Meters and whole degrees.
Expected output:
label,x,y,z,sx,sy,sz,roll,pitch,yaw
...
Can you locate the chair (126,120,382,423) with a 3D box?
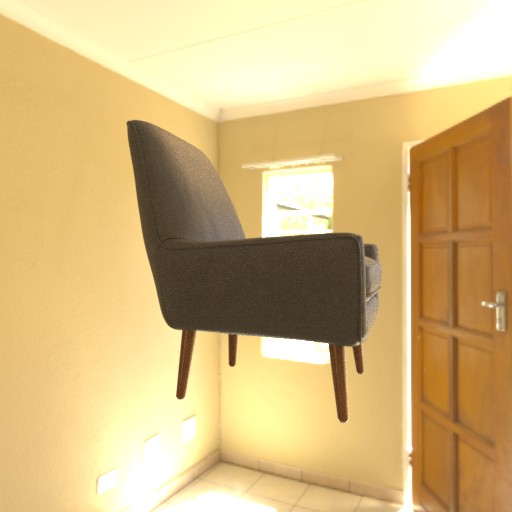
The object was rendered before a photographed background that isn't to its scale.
label,x,y,z,sx,sy,sz,roll,pitch,yaw
chair,0.000,0.000,1.533,0.822,0.888,0.787,0,-1,18
